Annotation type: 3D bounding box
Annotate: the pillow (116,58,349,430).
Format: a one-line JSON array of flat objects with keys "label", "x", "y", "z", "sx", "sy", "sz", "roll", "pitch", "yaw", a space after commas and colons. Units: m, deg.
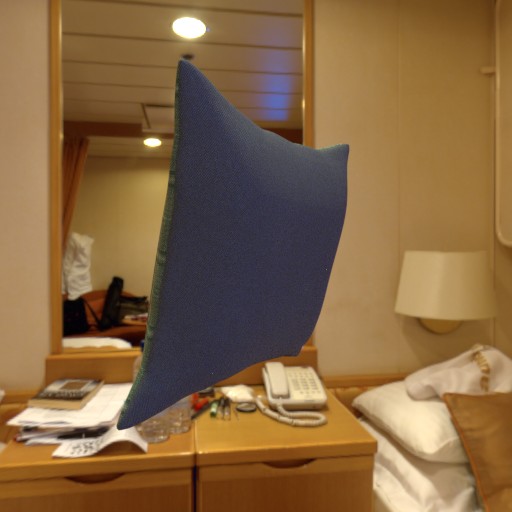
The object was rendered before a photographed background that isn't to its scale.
[{"label": "pillow", "x": 0.000, "y": 0.000, "z": 0.697, "sx": 0.200, "sy": 0.430, "sz": 0.453, "roll": 0, "pitch": 0, "yaw": 35}]
